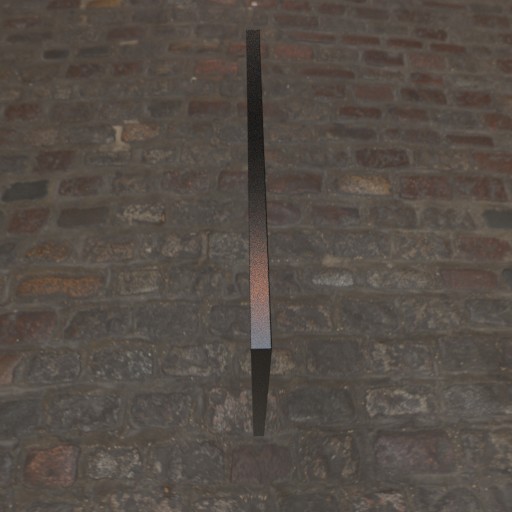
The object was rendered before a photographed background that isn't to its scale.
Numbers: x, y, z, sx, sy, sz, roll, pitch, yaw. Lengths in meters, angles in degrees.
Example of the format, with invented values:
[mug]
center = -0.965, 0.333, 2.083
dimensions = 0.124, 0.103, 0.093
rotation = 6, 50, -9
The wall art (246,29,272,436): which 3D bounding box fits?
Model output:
[wall art]
center = 0.000, 0.000, 0.528
dimensions = 0.014, 0.349, 0.349
rotation = -1, 59, -1
